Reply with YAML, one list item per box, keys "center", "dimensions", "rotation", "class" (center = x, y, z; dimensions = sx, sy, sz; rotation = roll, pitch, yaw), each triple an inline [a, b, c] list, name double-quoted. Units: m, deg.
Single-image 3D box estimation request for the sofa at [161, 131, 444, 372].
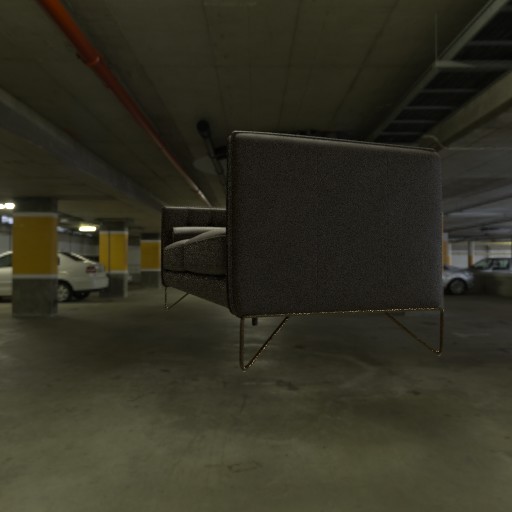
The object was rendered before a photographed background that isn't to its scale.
- center: [0.000, 0.000, 2.519]
  dimensions: [0.867, 0.789, 2.087]
  rotation: [0, -1, -18]
  class: "sofa"
